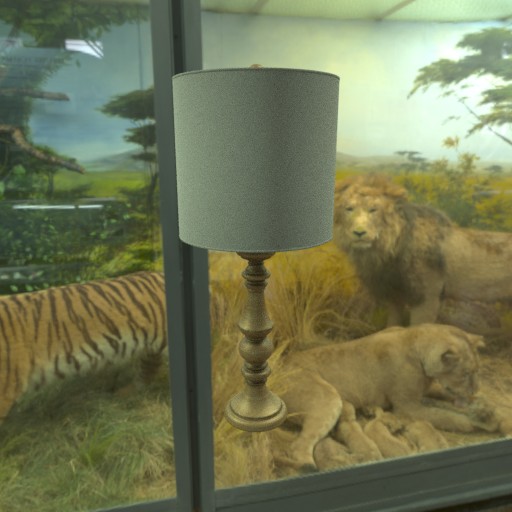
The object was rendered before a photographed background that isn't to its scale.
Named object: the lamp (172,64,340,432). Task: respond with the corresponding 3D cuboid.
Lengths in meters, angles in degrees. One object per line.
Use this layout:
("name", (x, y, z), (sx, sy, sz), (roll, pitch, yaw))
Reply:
("lamp", (0.000, 0.000, 0.743), (0.250, 0.597, 0.250), (-14, 20, -42))
